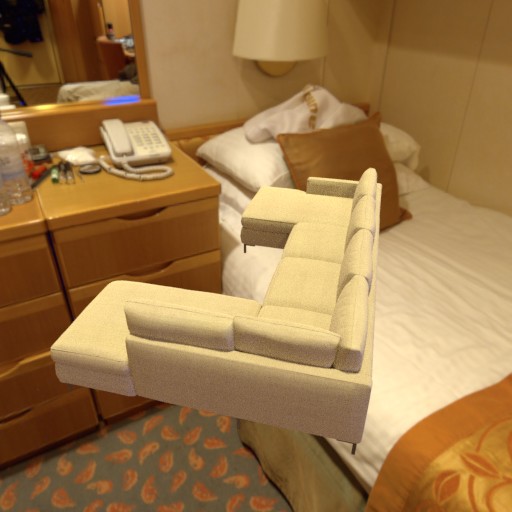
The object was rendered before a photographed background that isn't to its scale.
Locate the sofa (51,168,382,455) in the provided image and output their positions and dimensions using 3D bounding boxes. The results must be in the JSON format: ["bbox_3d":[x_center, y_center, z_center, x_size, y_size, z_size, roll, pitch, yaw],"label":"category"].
[{"bbox_3d":[0.000,0.000,3.562,1.879,0.756,2.737,8,32,12],"label":"sofa"}]
